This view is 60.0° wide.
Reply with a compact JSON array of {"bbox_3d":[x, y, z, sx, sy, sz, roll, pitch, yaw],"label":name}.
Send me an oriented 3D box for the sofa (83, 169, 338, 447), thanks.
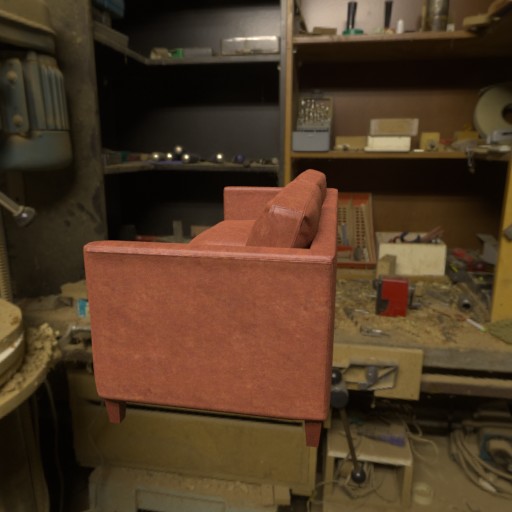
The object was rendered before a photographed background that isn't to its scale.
[{"bbox_3d":[0.000,0.000,2.653,0.950,0.932,2.204,3,15,10],"label":"sofa"}]
